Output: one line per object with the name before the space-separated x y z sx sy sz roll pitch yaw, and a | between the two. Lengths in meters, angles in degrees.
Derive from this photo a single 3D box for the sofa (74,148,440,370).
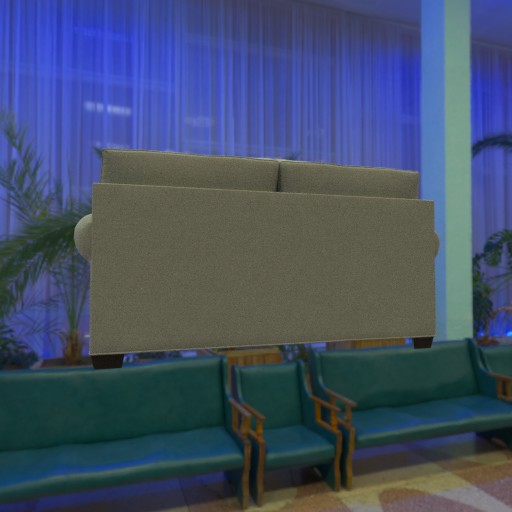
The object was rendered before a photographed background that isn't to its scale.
sofa | 0.000 0.000 2.388 1.774 0.933 0.861 0 -1 -17
